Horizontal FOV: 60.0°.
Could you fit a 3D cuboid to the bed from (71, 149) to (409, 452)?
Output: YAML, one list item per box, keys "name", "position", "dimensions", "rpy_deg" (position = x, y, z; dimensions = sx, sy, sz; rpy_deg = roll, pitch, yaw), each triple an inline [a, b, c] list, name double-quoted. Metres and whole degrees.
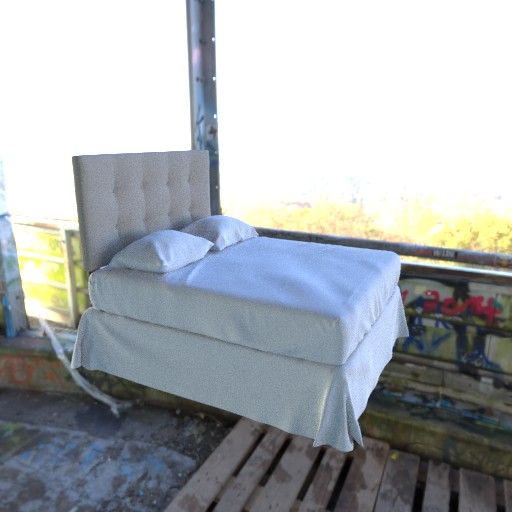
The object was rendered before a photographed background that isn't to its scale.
- name: "bed"
  position: [0.000, 0.000, 3.497]
  dimensions: [2.222, 1.577, 1.936]
  rpy_deg: [8, 17, 26]
